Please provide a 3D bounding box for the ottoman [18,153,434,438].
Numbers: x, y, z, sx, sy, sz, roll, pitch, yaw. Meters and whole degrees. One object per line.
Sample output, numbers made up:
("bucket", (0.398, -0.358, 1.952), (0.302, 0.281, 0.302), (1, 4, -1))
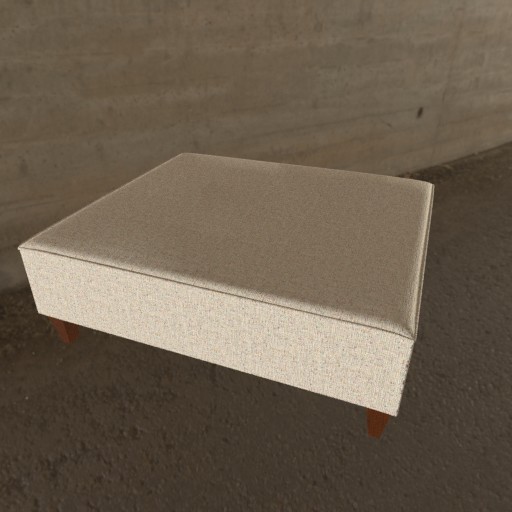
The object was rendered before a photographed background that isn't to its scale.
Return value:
("ottoman", (0.000, 0.000, 1.197), (0.835, 0.303, 0.736), (11, 32, 18))
